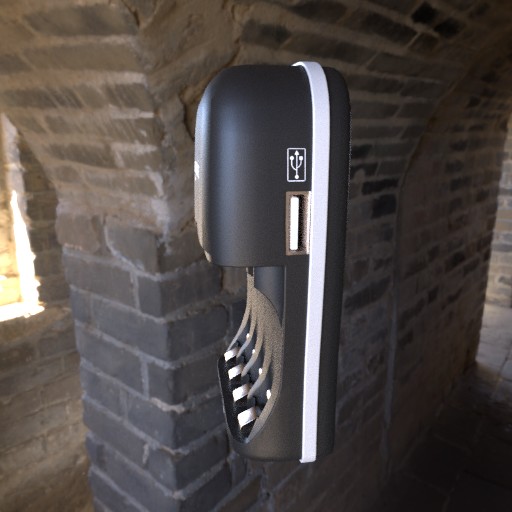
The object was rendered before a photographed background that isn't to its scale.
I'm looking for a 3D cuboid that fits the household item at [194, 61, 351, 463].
[{"bbox_3d":[0.000,0.000,0.146,0.038,0.114,0.070,-2,15,-9],"label":"household item"}]
